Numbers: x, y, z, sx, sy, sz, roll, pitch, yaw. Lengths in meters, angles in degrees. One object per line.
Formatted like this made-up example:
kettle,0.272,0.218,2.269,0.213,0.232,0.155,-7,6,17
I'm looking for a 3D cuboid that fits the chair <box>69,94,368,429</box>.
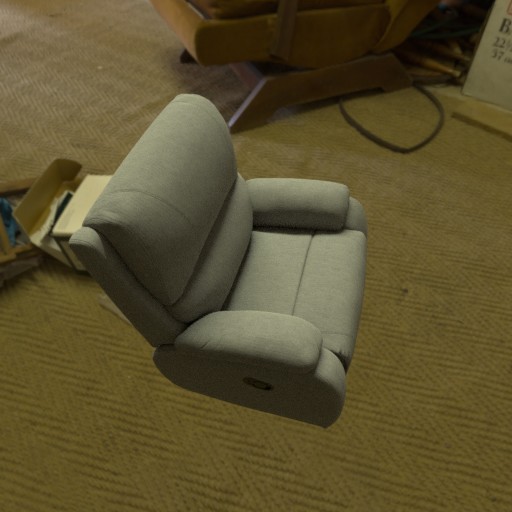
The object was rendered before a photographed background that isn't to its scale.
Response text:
chair,0.000,0.000,1.760,0.899,1.011,0.930,11,50,10
